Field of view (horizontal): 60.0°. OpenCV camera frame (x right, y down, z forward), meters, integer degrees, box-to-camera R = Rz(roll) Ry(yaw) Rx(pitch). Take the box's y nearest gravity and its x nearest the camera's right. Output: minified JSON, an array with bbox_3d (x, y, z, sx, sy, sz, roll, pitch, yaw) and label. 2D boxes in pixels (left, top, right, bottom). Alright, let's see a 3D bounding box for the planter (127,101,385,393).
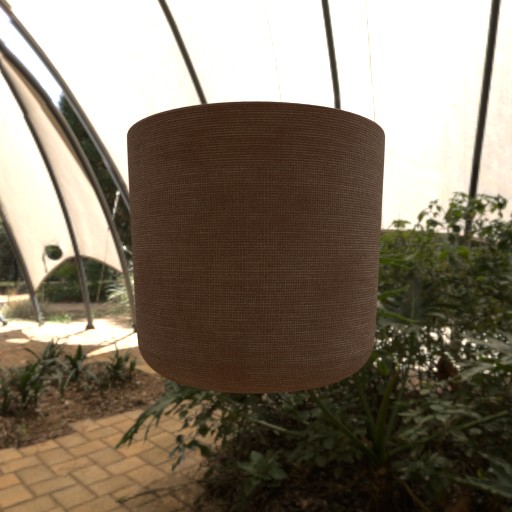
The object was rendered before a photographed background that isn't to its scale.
[{"bbox_3d":[0.000,0.000,0.786,0.440,0.398,0.440,0,0,0],"label":"planter"}]
